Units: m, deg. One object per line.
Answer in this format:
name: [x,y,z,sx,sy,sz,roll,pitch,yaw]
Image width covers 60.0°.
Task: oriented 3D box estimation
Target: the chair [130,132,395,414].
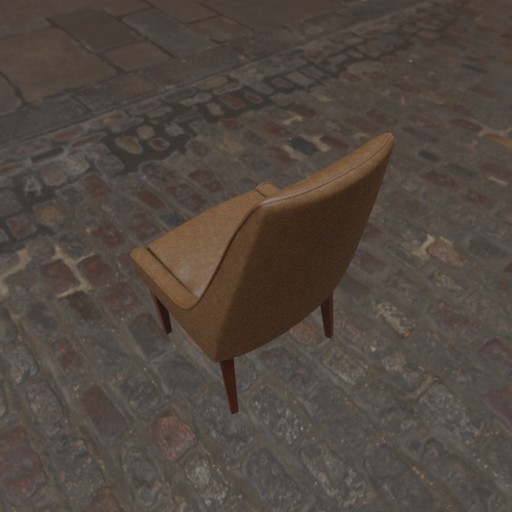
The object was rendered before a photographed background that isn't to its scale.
chair: [0.000,0.000,1.242,0.529,0.861,0.544,-31,54,-26]
